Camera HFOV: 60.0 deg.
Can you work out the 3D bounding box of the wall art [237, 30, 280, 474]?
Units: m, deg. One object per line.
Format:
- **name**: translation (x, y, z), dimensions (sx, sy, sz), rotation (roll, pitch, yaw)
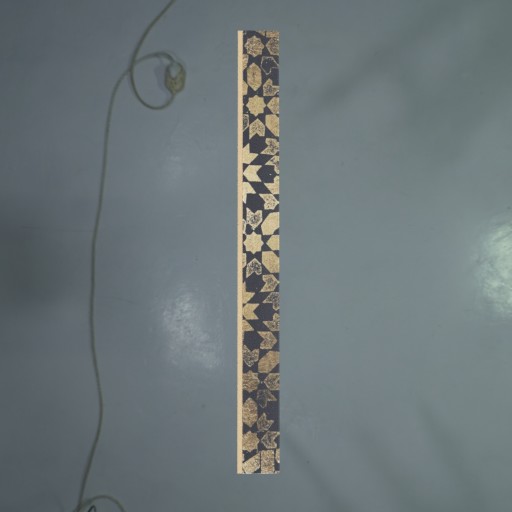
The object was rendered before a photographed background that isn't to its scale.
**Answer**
- **wall art**: translation (0.000, 0.000, 0.606), dimensions (0.038, 0.405, 0.405), rotation (0, 88, -1)
